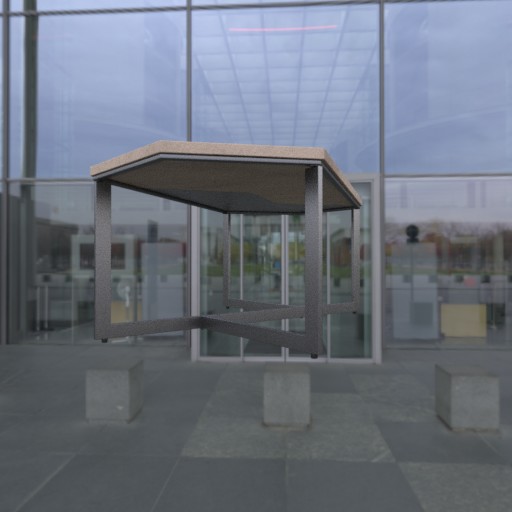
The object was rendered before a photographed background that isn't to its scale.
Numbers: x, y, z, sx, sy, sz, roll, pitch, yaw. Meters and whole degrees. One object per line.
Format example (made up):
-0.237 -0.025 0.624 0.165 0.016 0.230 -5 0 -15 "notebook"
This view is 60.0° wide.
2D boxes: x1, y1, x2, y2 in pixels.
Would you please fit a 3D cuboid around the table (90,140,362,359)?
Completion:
0.000 0.000 1.468 0.609 0.457 1.219 0 -1 19 "table"
